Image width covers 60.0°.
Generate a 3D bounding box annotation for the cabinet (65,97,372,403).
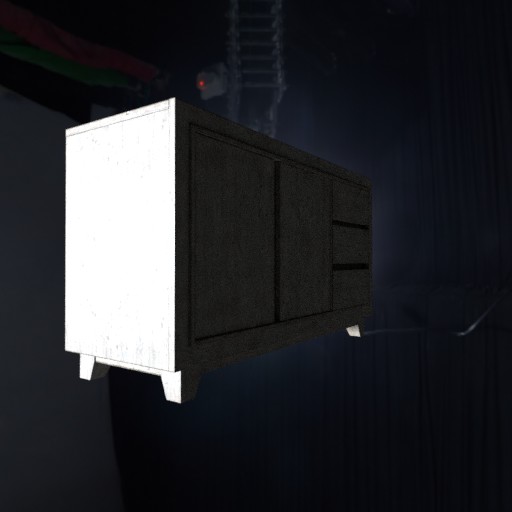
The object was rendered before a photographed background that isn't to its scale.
[{"bbox_3d":[0.000,0.000,1.908,0.511,0.825,1.460,0,-1,35],"label":"cabinet"}]
